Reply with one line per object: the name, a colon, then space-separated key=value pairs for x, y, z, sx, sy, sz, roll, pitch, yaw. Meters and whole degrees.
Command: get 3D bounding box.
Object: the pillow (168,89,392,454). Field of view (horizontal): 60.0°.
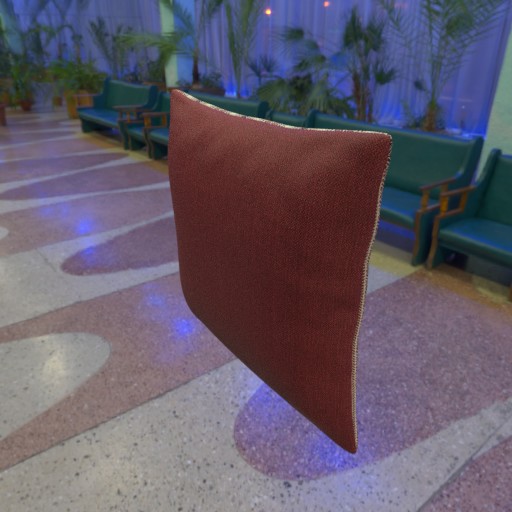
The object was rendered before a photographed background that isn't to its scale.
pillow: x=0.000 y=0.000 z=0.765 sx=0.166 sy=0.497 sz=0.513 roll=-19 pitch=33 yaw=-32
